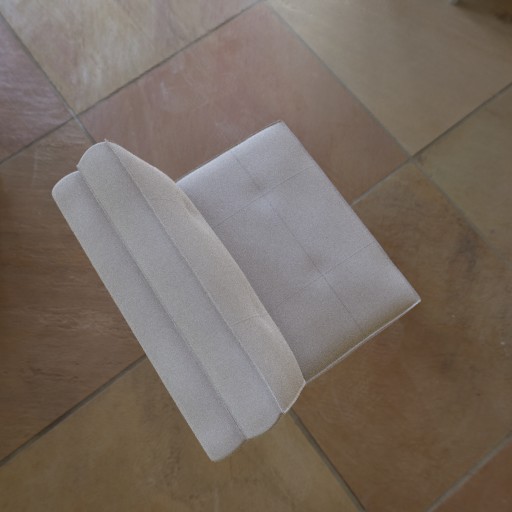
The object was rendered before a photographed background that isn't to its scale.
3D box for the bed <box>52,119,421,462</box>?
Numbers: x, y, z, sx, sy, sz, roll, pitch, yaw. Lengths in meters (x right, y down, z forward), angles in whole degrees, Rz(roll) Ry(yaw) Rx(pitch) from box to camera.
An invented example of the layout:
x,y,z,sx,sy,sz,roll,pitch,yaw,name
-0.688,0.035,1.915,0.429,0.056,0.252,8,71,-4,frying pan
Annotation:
x,y,z,sx,sy,sz,roll,pitch,yaw,name
0.000,0.000,1.317,0.749,0.614,0.799,-33,78,-8,bed
